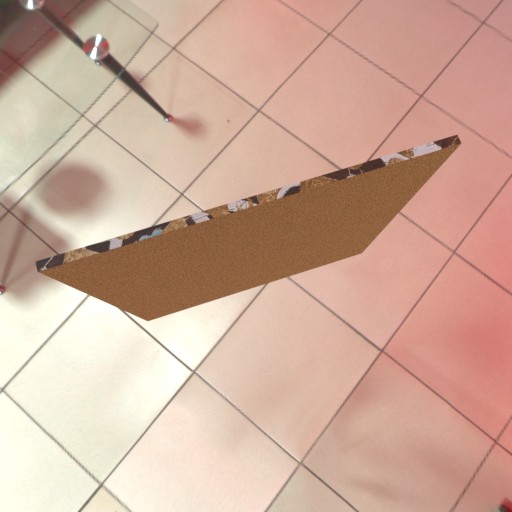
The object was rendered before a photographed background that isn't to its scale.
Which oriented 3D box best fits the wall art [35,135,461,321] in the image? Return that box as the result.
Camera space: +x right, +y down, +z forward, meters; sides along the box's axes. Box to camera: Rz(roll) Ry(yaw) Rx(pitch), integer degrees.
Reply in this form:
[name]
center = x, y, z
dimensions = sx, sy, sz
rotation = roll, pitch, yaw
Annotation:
[wall art]
center = 0.000, 0.000, 0.600
dimensions = 0.404, 0.406, 0.010
rotation = -17, 76, -4
